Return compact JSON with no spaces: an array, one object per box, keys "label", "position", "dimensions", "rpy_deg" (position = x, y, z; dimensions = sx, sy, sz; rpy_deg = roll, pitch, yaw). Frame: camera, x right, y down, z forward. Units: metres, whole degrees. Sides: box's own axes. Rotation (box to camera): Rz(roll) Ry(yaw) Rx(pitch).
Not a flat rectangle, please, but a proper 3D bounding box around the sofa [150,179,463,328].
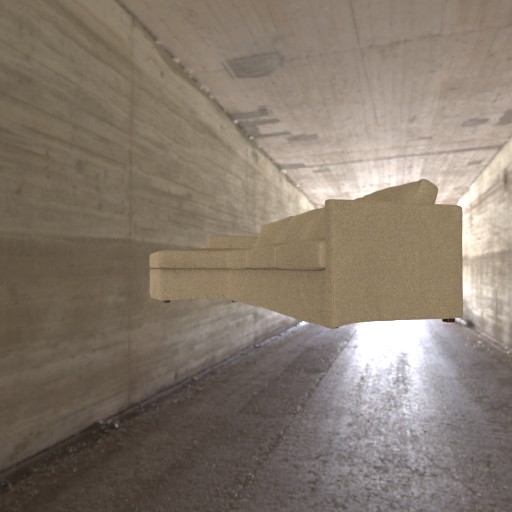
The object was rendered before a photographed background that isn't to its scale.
[{"label":"sofa","position":[0.000,0.000,3.975],"dimensions":[1.638,0.920,3.198],"rpy_deg":[1,-2,-19]}]
